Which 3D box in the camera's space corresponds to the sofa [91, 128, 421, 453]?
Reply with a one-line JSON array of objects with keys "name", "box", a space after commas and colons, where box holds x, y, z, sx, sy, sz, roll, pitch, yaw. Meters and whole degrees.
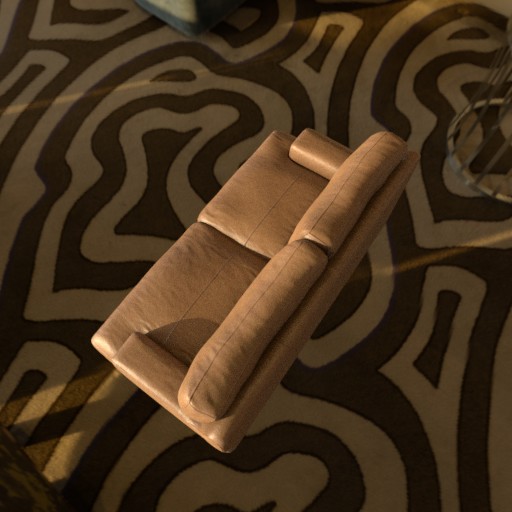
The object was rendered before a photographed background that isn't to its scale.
[{"name": "sofa", "box": [0.000, 0.000, 2.509, 0.962, 0.980, 1.855, 32, 69, 14]}]
